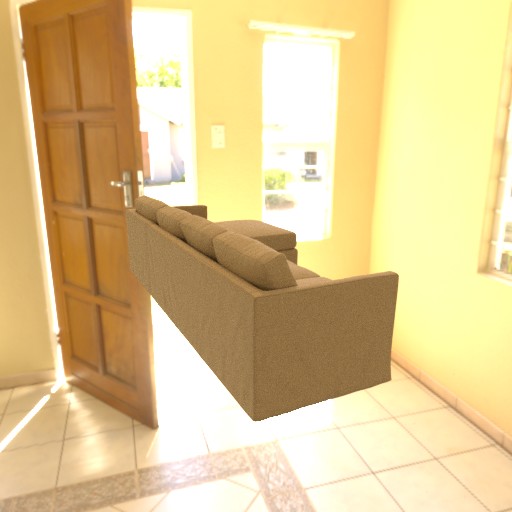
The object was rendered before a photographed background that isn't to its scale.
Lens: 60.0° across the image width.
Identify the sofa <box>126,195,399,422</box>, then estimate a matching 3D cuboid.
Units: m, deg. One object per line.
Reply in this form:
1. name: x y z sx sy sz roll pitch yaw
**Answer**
1. sofa: 0.000 0.000 3.889 1.622 0.867 3.177 -7 16 -26
